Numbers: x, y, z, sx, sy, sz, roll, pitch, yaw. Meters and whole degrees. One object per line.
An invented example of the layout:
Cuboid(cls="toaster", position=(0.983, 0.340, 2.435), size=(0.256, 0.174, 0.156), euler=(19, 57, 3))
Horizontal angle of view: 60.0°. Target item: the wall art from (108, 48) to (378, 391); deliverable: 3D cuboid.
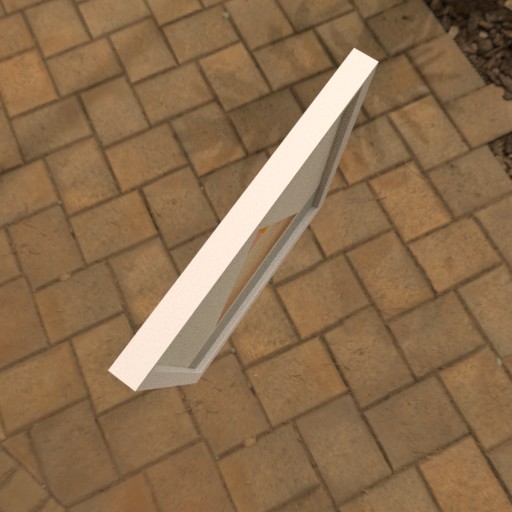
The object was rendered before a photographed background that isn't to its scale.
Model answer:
Cuboid(cls="wall art", position=(0.000, 0.000, 1.977), size=(0.098, 1.291, 1.289), euler=(34, 78, 9))
